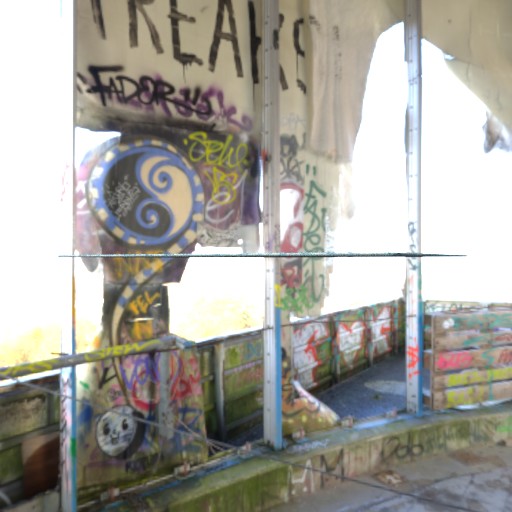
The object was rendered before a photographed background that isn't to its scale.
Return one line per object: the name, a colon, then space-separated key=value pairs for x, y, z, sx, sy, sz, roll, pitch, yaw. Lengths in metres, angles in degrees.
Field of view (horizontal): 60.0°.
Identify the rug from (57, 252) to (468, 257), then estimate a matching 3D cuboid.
rug: x=0.000 y=0.000 z=3.087 sx=2.438 sy=0.015 sz=1.524 roll=0 pitch=0 yaw=36
